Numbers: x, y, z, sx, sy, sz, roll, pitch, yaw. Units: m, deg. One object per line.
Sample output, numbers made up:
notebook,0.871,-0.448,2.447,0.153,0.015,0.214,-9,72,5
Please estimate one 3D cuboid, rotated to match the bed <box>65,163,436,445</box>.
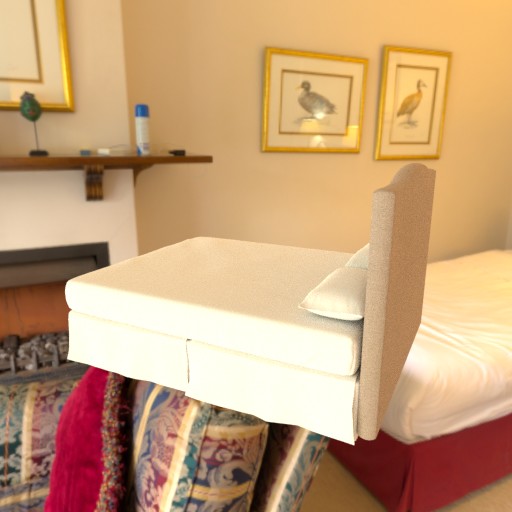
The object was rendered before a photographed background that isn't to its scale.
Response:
bed,0.000,0.000,3.379,2.282,1.436,1.821,7,16,26
